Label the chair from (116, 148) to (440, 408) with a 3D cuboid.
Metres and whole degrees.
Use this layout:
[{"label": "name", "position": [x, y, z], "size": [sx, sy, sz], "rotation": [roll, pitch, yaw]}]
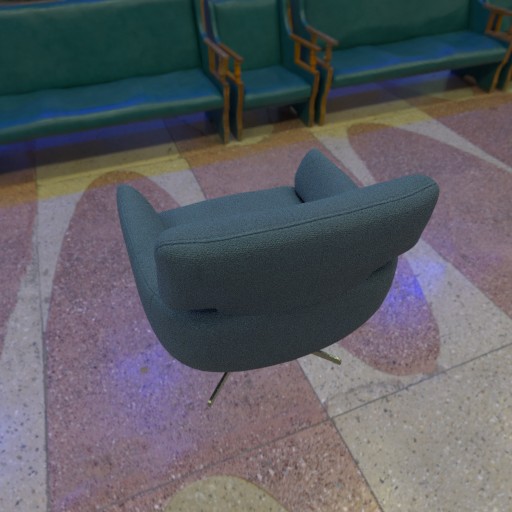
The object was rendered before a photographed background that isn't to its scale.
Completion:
[{"label": "chair", "position": [0.000, 0.000, 1.360], "size": [0.738, 0.813, 0.761], "rotation": [-14, 44, -14]}]
